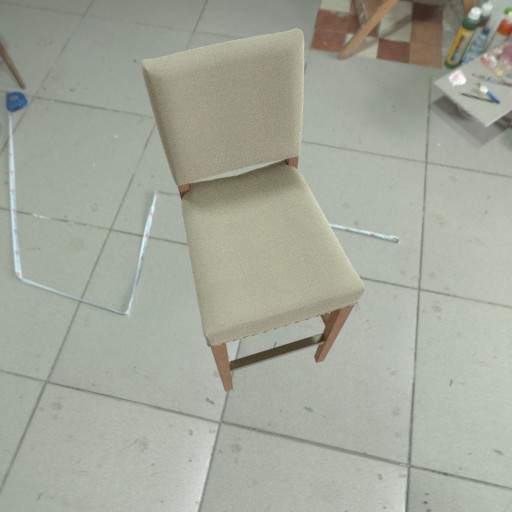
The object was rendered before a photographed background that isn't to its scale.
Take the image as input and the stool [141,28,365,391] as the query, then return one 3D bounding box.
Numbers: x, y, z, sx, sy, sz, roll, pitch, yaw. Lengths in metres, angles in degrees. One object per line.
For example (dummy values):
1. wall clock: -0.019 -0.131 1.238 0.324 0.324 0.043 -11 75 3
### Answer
1. stool: 0.000 0.000 1.386 0.428 1.143 0.546 -15 64 -8
